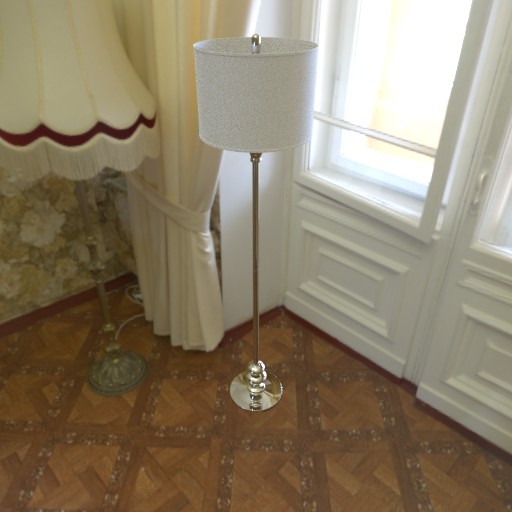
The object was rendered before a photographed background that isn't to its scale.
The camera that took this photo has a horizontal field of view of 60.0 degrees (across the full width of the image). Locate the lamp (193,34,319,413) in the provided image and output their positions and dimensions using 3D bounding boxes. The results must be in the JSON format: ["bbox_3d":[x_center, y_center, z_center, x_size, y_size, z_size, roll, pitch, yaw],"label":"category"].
[{"bbox_3d":[0.000,0.000,1.652,0.356,1.487,0.356,0,32,0],"label":"lamp"}]
